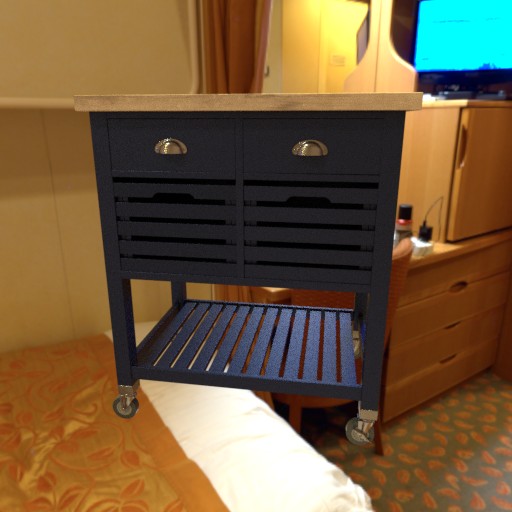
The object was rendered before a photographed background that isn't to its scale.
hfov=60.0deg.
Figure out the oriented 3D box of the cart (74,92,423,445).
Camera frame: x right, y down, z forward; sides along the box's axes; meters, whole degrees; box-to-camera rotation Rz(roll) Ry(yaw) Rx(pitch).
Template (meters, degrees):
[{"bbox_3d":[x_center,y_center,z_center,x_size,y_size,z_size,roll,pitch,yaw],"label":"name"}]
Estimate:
[{"bbox_3d":[0.000,0.000,1.382,0.797,0.920,0.567,3,17,9],"label":"cart"}]
